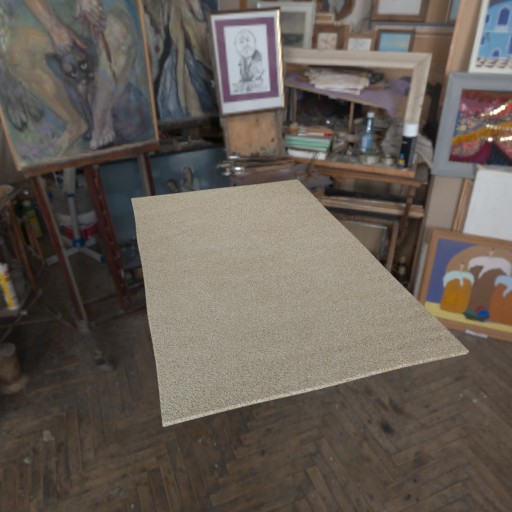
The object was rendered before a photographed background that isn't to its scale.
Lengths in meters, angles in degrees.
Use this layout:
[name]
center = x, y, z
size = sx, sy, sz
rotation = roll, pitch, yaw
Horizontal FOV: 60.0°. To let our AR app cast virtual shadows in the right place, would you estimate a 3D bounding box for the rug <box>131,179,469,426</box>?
[rug]
center = 0.000, 0.000, 2.971
size = 1.500, 0.025, 2.346
rotation = -9, 33, -14
